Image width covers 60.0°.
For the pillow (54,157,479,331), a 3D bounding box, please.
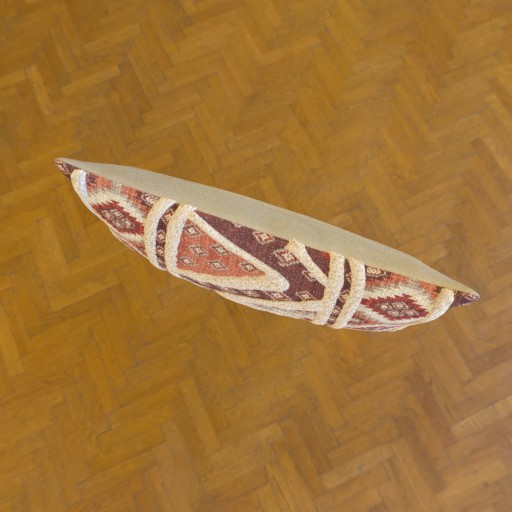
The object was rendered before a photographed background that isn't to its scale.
[{"bbox_3d":[0.000,0.000,0.731,0.608,0.295,0.161,18,76,5],"label":"pillow"}]
